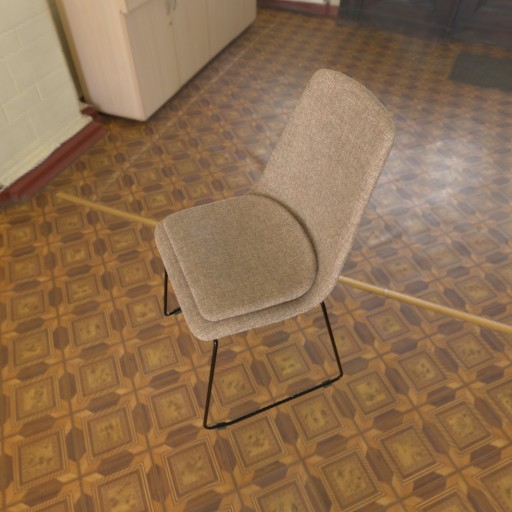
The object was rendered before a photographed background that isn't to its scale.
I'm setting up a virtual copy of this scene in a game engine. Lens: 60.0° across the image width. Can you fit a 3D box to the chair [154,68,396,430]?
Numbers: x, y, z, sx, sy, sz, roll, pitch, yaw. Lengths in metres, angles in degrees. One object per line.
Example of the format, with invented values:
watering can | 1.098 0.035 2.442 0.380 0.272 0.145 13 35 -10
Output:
chair | 0.000 0.000 1.196 0.518 0.858 0.479 -17 49 -16
